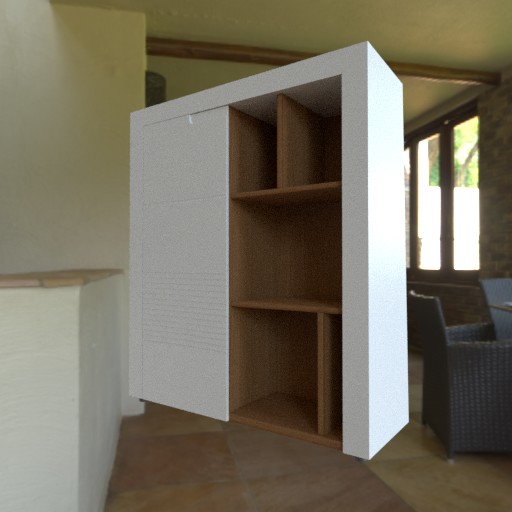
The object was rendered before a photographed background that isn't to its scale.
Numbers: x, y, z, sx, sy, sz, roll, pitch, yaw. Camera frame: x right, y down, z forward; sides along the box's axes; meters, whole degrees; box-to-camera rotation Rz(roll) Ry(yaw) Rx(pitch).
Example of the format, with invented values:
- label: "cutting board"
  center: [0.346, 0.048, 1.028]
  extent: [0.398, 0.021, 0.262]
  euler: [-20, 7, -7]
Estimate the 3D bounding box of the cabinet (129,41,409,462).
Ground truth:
- label: "cabinet"
  center: [0.000, 0.000, 1.617]
  extent: [0.990, 1.150, 0.348]
  euler: [-1, -1, 36]
